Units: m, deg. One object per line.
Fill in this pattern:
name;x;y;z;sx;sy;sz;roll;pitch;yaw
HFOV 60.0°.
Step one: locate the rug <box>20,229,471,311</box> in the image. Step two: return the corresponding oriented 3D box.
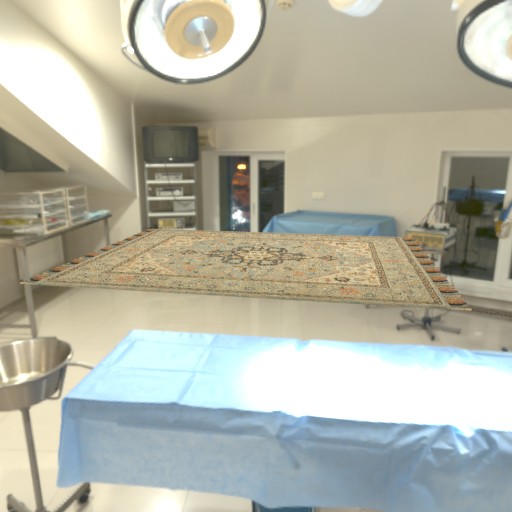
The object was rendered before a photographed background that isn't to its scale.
rug;0.000;0.000;2.253;1.730;0.009;1.278;2;14;10
